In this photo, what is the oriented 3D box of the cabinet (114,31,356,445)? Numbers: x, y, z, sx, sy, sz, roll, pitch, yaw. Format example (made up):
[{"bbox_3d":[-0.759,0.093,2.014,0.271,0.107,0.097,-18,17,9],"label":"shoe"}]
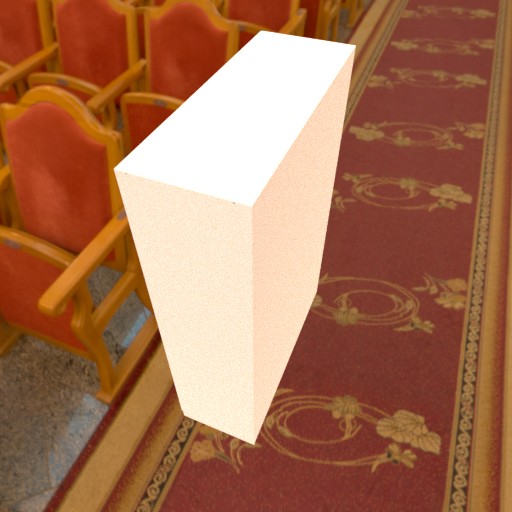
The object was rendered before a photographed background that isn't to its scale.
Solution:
[{"bbox_3d":[0.000,0.000,2.498,0.510,1.910,1.290,17,49,15],"label":"cabinet"}]
